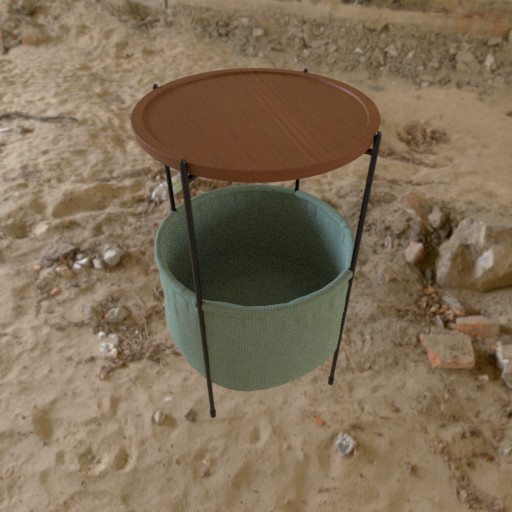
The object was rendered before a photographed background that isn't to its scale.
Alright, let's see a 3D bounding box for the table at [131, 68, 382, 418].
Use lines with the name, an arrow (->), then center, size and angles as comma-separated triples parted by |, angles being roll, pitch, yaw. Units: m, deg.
table -> 0.000, 0.000, 0.900 | 0.400, 0.623, 0.400 | -11, 42, -13
